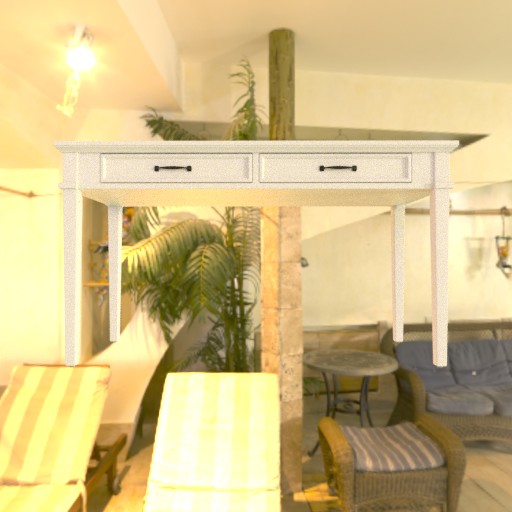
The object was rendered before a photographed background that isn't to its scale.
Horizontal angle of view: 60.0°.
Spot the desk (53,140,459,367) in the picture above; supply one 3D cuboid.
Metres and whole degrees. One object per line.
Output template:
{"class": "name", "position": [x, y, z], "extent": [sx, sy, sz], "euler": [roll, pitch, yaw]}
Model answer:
{"class": "desk", "position": [0.000, 0.000, 1.772], "extent": [1.372, 0.774, 0.559], "euler": [0, -1, 0]}
